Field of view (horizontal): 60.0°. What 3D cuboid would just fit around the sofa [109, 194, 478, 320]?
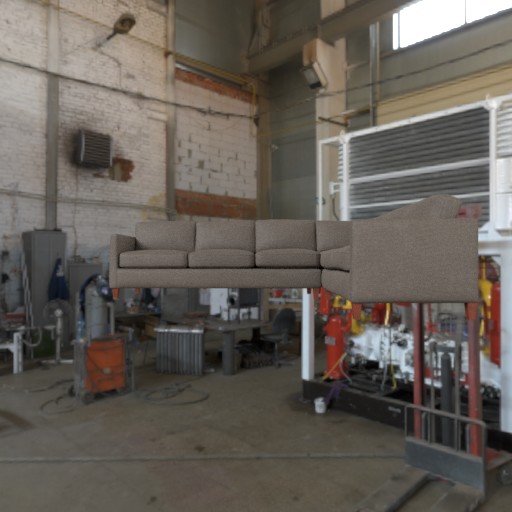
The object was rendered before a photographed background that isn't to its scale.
[{"bbox_3d":[0.000,0.000,4.480,3.302,0.947,2.593,0,0,1],"label":"sofa"}]
